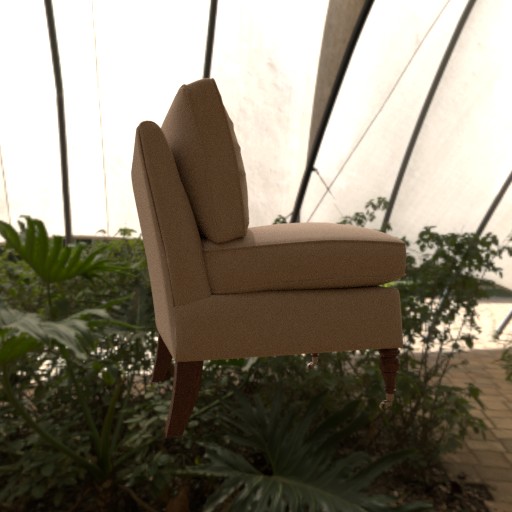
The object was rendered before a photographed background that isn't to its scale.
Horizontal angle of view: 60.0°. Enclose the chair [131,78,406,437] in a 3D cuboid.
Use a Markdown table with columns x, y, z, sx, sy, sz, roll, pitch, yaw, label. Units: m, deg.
| x | y | z | sx | sy | sz | roll | pitch | yaw | label |
| --- | --- | --- | --- | --- | --- | --- | --- | --- | --- |
| 0.000 | 0.000 | 1.699 | 0.912 | 1.052 | 0.724 | 0 | -1 | -17 | chair |
